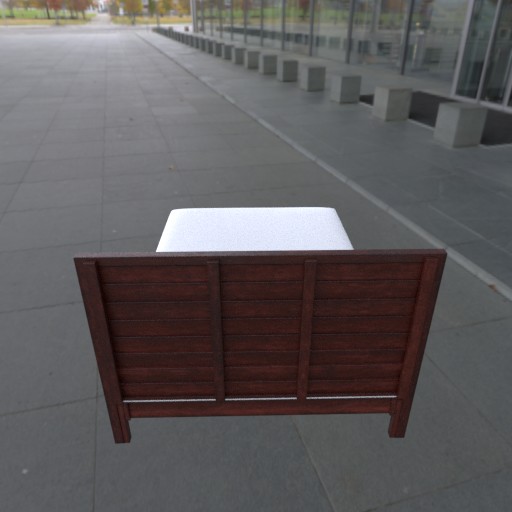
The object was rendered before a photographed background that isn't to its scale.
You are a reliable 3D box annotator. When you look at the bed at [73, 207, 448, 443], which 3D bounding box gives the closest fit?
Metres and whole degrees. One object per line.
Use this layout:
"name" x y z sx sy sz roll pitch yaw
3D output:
"bed" 0.000 0.000 3.964 2.040 1.492 2.803 -1 29 -1
